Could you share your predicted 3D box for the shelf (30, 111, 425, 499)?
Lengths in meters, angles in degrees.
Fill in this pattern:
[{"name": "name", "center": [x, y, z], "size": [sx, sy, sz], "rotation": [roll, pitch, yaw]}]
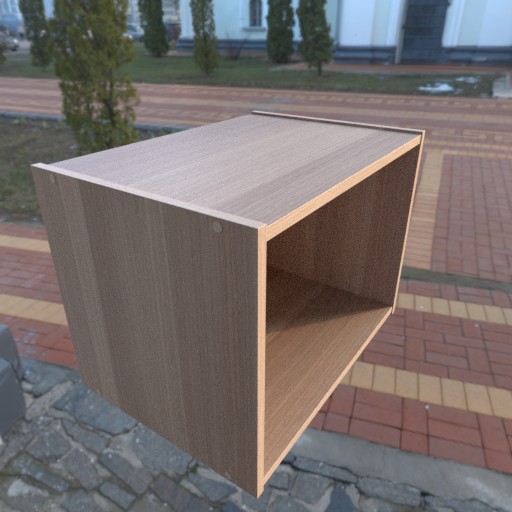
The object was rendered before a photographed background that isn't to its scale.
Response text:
[{"name": "shelf", "center": [0.000, 0.000, 0.613], "size": [0.290, 0.305, 0.415], "rotation": [18, 32, 30]}]
